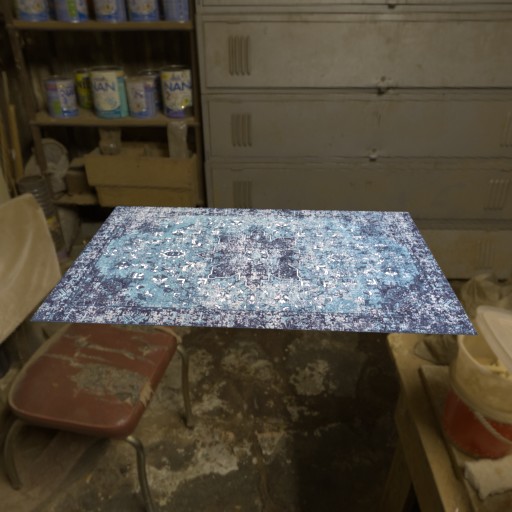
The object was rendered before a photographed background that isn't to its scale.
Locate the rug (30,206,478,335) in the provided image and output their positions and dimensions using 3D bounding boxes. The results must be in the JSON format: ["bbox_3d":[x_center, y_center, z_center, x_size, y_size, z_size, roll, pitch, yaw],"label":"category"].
[{"bbox_3d":[0.000,0.000,3.055,2.440,0.007,1.525,1,31,2],"label":"rug"}]
